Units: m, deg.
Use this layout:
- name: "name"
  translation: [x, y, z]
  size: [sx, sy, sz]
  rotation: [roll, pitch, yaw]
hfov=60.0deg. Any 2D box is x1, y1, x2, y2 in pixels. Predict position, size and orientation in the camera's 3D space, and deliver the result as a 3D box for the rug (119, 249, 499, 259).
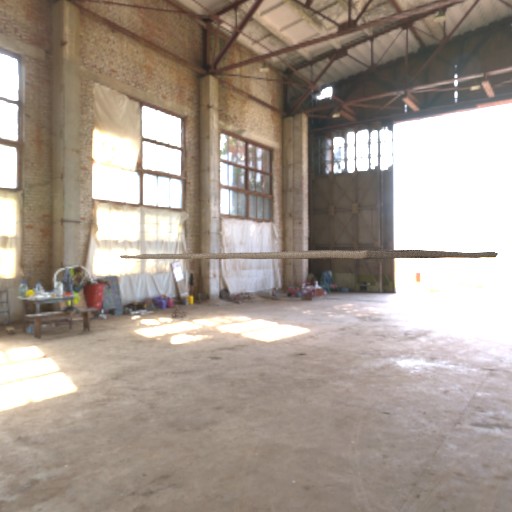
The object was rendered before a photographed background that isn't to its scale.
- name: "rug"
  translation: [0.000, 0.000, 2.598]
  size: [0.832, 0.035, 2.381]
  rotation: [0, -1, -35]
